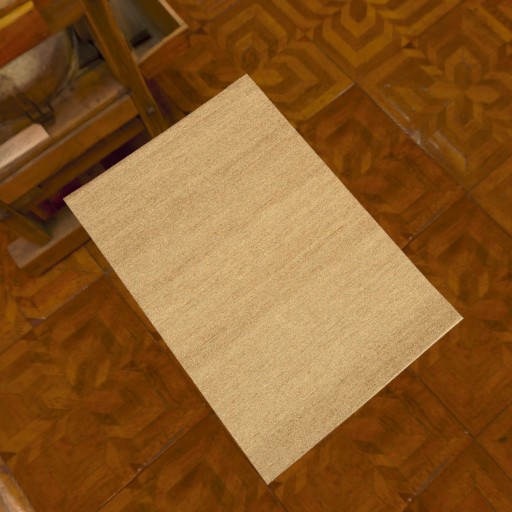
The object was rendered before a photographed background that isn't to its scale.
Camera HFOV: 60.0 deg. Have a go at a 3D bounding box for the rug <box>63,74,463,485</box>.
[{"bbox_3d":[0.000,0.000,2.931,1.596,0.030,2.283,-37,79,-9],"label":"rug"}]
